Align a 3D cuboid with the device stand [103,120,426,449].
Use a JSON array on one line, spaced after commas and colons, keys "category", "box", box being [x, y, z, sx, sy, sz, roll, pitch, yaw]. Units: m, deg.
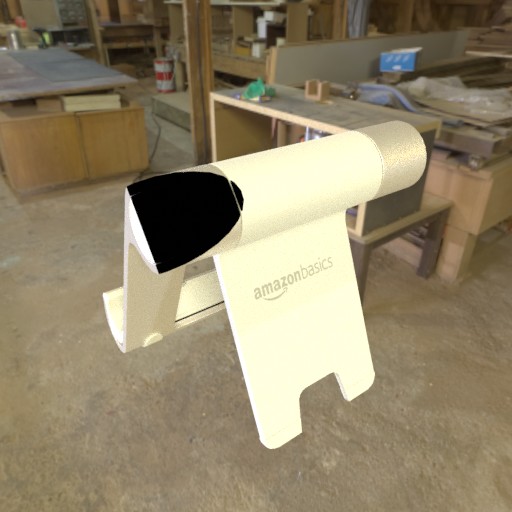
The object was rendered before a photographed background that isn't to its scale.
[{"category": "device stand", "box": [0.000, 0.000, 0.149, 0.086, 0.084, 0.079, -20, 37, -29]}]
